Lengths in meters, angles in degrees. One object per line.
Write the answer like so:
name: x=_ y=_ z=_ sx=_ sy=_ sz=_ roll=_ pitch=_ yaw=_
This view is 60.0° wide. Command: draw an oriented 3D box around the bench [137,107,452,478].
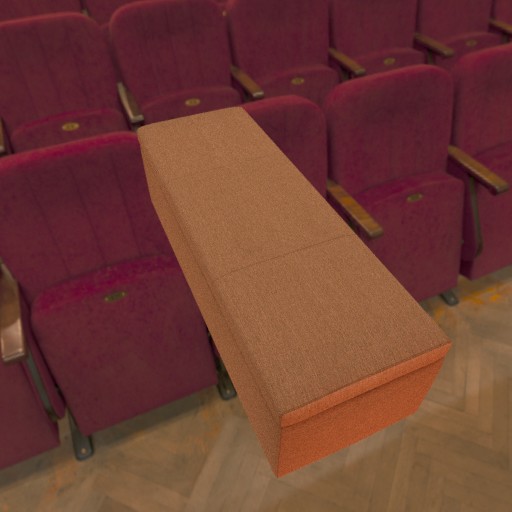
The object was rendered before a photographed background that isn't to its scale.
bench: x=0.000 y=0.000 z=1.479 sx=0.446 sy=0.438 sz=1.269 roll=-17 pitch=48 yaw=-17
